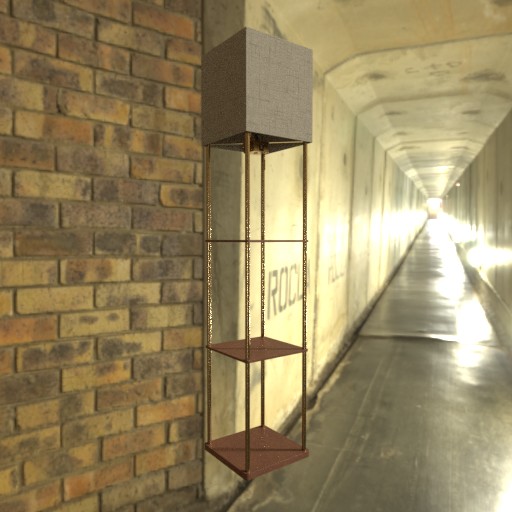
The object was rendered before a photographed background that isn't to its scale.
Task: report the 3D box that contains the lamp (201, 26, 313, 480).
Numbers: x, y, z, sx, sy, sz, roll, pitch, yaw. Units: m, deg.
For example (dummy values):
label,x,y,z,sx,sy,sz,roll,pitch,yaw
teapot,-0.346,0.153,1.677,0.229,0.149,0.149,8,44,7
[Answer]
label,x,y,z,sx,sy,sz,roll,pitch,yaw
lamp,0.000,0.000,1.742,0.310,1.569,0.308,-2,3,-36
